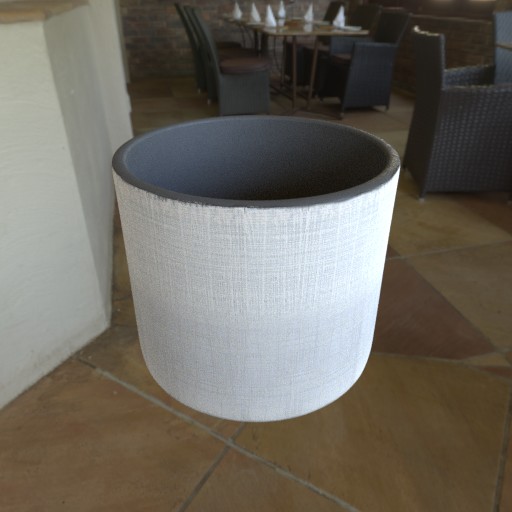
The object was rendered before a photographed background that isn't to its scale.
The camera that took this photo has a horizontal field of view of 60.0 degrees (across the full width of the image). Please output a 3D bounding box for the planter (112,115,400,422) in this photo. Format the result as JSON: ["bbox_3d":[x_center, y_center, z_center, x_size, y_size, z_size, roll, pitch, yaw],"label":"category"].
[{"bbox_3d":[0.000,0.000,0.403,0.226,0.201,0.226,0,31,0],"label":"planter"}]
